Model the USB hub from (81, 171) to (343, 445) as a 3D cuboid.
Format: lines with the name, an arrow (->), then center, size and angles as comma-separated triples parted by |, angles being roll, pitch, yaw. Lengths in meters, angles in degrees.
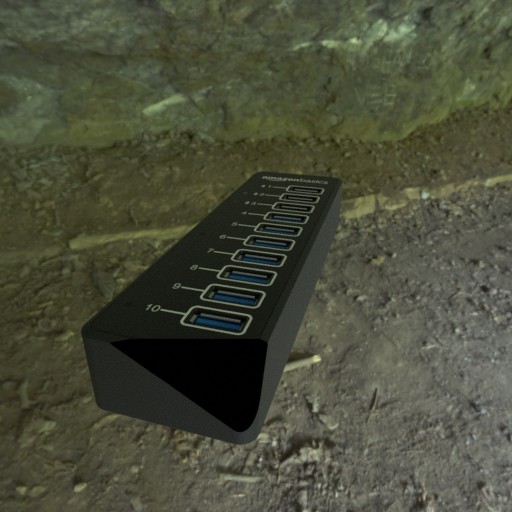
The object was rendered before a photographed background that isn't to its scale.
USB hub -> 0.000, 0.000, 0.163 | 0.044, 0.023, 0.145 | 8, 27, 15
